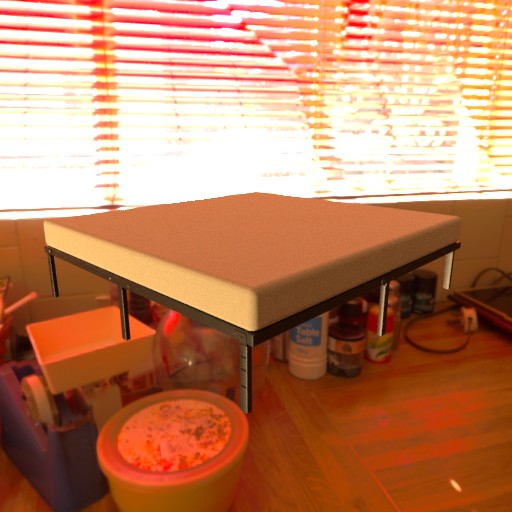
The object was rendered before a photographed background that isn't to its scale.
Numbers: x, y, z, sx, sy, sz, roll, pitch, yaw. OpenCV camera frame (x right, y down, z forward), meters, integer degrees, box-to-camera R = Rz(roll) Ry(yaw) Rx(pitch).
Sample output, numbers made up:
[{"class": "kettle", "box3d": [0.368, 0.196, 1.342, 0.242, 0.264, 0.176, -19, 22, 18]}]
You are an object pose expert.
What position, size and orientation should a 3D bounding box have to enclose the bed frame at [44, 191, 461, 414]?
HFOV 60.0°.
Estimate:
[{"class": "bed frame", "box3d": [0.000, 0.000, 3.889, 2.526, 0.680, 2.635, 15, 21, 42]}]
